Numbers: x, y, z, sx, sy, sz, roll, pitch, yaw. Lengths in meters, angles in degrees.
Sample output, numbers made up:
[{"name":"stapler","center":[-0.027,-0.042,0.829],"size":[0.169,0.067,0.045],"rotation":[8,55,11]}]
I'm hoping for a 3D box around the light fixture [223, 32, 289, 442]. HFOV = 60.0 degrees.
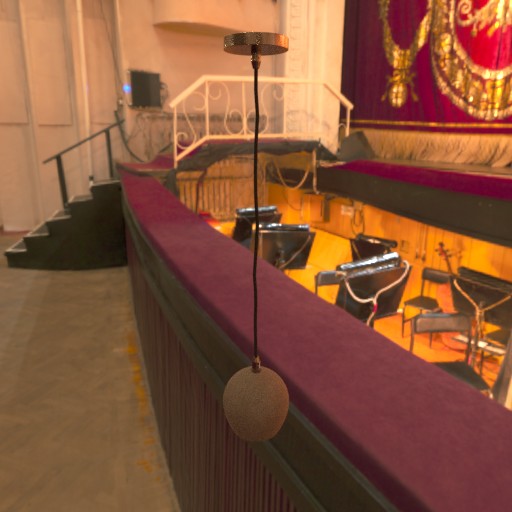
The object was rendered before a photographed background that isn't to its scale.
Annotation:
[{"name":"light fixture","center":[0.000,0.000,0.854],"size":[0.139,0.764,0.139],"rotation":[-8,17,-26]}]
